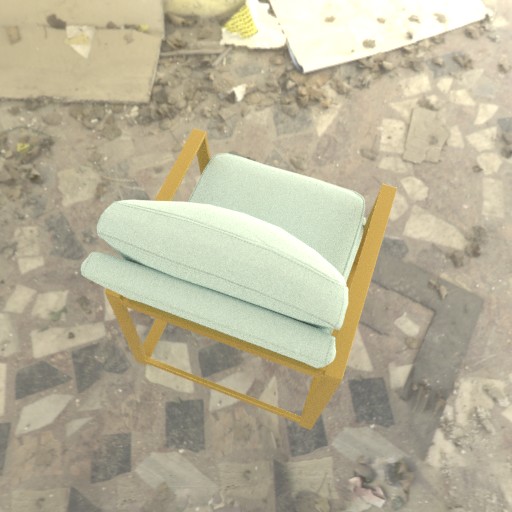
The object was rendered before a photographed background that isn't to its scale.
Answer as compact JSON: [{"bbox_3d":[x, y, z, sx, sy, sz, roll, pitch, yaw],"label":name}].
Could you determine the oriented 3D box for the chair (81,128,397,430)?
[{"bbox_3d":[0.000,0.000,1.514,0.758,0.956,0.813,19,65,9],"label":"chair"}]
